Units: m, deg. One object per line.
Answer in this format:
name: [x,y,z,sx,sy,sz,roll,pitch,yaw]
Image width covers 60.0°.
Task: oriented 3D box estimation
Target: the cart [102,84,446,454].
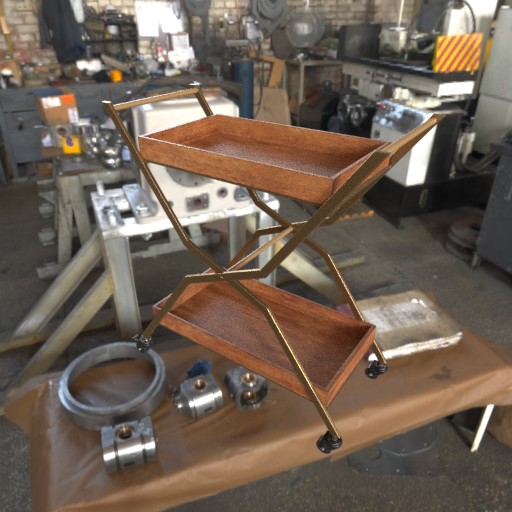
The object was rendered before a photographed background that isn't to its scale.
cart: [0.000,0.000,1.339,0.836,0.869,0.405,19,35,30]
